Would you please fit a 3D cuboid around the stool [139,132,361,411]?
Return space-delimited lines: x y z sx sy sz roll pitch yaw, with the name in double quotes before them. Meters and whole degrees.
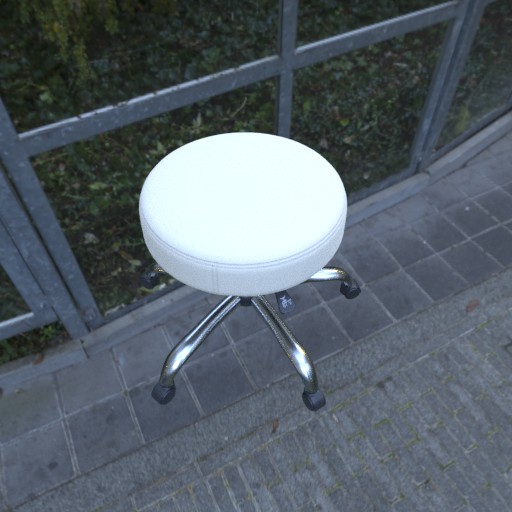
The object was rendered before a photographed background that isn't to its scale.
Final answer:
"stool" 0.000 0.000 1.072 0.614 0.482 0.634 -11 48 -10
